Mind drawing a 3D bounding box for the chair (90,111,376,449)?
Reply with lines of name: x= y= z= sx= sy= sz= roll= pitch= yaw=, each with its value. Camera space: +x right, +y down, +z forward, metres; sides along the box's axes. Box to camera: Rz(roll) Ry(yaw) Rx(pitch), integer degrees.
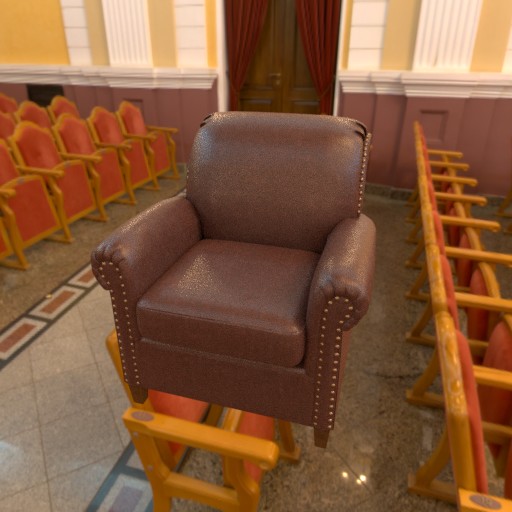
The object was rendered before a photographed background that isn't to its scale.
chair: x=0.000 y=0.000 z=1.638 sx=0.854 sy=0.927 sz=0.890 roll=8 pitch=27 yaw=15
